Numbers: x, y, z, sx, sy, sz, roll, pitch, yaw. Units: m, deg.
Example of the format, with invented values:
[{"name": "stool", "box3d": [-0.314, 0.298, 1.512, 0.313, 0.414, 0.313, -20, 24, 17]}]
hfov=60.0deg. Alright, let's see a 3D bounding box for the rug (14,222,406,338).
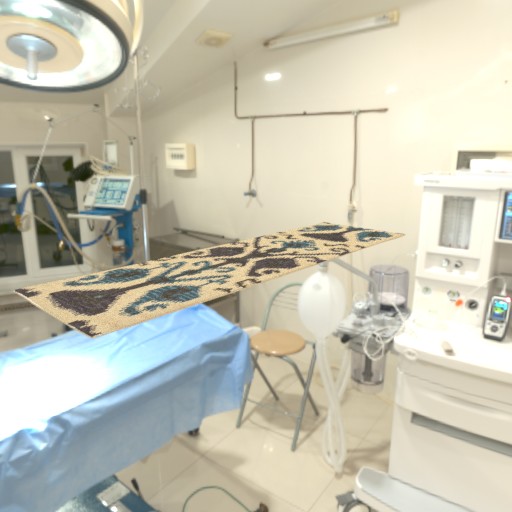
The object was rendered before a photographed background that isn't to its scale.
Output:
[{"name": "rug", "box3d": [0.000, 0.000, 2.468, 0.692, 0.017, 2.301, 13, 19, 41]}]
